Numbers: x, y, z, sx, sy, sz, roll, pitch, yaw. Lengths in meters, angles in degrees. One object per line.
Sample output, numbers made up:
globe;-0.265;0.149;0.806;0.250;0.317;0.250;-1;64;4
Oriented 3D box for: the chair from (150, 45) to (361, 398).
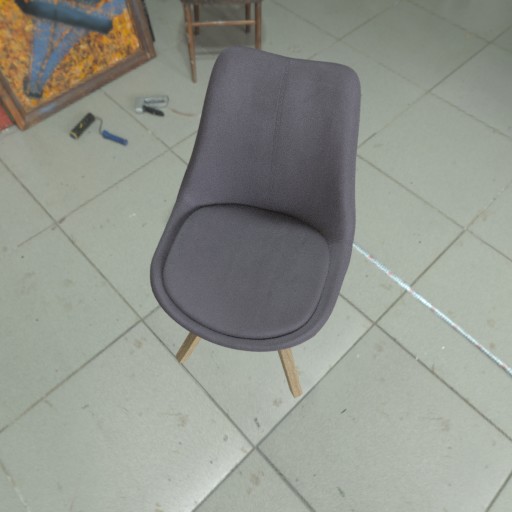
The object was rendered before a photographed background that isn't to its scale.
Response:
chair;0.000;0.000;1.199;0.483;0.865;0.547;14;60;9
